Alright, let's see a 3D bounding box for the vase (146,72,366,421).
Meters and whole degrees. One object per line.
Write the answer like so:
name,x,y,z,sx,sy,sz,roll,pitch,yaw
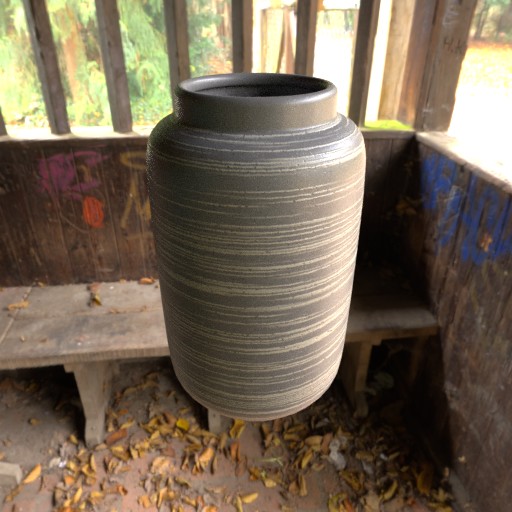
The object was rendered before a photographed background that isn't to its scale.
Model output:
vase,0.000,0.000,0.679,0.297,0.499,0.297,0,30,0
